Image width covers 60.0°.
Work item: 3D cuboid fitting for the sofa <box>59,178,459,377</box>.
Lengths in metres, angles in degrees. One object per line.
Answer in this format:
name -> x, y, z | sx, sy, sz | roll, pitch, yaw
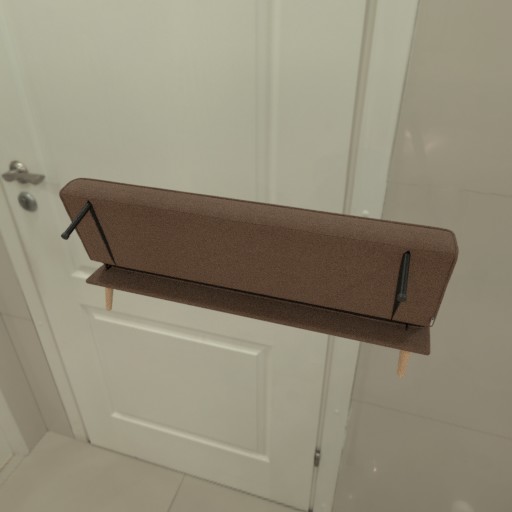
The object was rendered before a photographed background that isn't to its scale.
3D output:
sofa -> 0.000, 0.000, 2.344 | 1.820, 0.810, 1.038 | 10, 34, 15
